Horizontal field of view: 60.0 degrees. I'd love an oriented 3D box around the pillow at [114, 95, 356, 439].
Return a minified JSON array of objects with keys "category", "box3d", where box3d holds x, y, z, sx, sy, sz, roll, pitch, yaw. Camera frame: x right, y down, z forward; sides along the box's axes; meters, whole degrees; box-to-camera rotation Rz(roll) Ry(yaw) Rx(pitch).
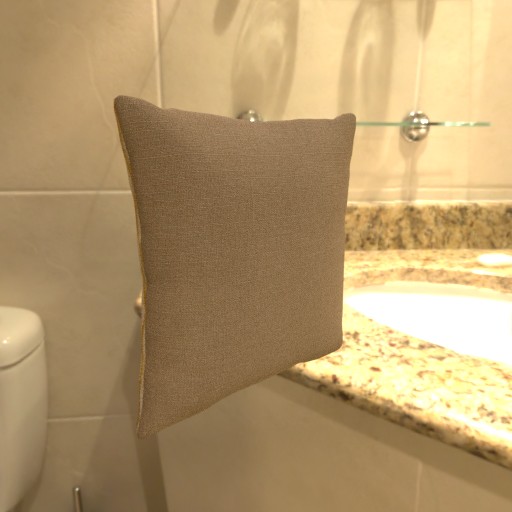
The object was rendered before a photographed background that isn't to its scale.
[{"category":"pillow","box3d":[0.000,0.000,0.675,0.429,0.436,0.159,-13,20,-41]}]
